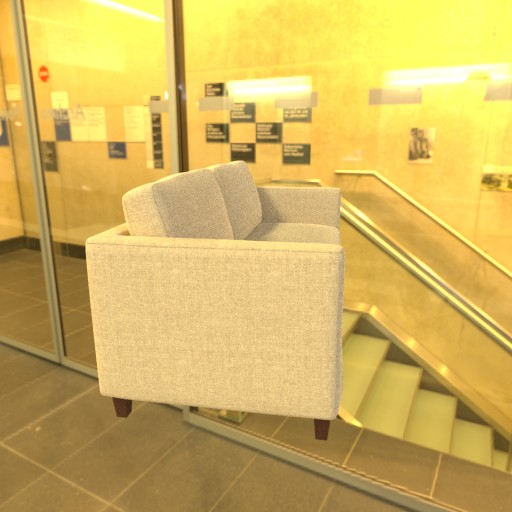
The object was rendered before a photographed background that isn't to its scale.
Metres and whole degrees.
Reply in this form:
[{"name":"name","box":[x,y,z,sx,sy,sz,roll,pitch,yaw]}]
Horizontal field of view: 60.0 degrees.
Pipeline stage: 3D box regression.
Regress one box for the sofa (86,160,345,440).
[{"name":"sofa","box":[0.000,0.000,2.444,0.950,0.963,1.884,3,15,10]}]
